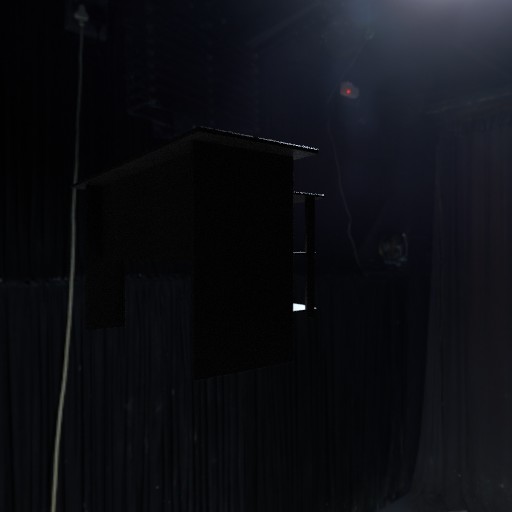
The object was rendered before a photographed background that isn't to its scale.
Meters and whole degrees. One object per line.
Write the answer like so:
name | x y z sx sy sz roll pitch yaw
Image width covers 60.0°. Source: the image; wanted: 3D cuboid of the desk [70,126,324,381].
desk | 0.000 0.000 2.125 1.361 0.716 1.303 0 0 -37
